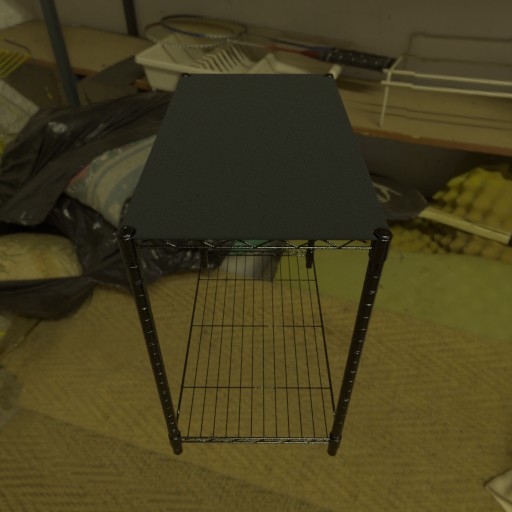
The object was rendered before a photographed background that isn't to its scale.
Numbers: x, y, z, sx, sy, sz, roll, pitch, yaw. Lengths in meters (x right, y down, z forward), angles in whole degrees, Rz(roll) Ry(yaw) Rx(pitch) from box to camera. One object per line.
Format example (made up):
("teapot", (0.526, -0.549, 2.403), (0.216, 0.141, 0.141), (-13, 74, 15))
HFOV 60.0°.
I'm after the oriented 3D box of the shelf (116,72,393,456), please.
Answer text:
("shelf", (0.000, 0.000, 0.936), (0.338, 0.564, 0.589), (0, 41, 0))
